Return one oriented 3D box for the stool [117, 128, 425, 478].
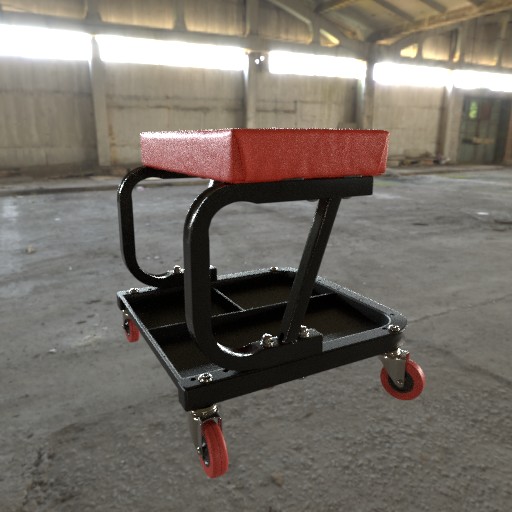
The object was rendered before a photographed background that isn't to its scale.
[{"bbox_3d":[0.000,0.000,0.698,0.371,0.380,0.446,-8,17,-27],"label":"stool"}]
